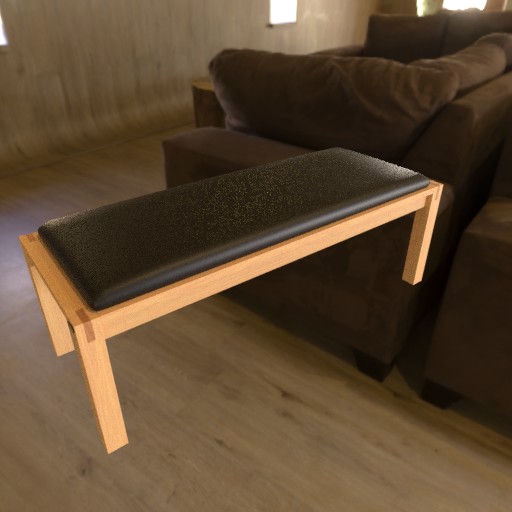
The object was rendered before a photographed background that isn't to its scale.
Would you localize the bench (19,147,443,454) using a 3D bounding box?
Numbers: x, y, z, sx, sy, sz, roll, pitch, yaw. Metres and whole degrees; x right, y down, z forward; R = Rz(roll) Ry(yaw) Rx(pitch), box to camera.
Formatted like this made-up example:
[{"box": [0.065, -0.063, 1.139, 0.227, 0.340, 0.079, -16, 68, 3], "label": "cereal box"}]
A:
[{"box": [0.000, 0.000, 1.384, 1.202, 0.430, 0.450, -21, 37, -31], "label": "bench"}]
